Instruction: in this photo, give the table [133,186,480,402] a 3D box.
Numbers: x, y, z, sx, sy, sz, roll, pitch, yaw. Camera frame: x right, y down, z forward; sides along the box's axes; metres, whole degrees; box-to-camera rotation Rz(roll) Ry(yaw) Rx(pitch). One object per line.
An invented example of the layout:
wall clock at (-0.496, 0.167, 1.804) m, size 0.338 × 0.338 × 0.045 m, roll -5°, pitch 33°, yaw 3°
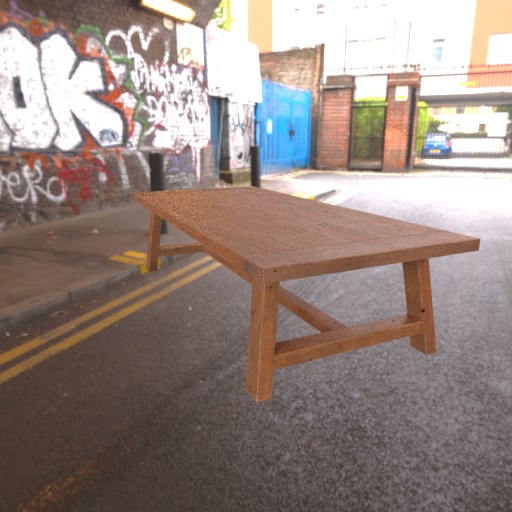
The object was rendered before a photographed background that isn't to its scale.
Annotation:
table at (0.000, 0.000, 2.170) m, size 0.820 × 0.465 × 1.800 m, roll -7°, pitch 17°, yaw -25°
